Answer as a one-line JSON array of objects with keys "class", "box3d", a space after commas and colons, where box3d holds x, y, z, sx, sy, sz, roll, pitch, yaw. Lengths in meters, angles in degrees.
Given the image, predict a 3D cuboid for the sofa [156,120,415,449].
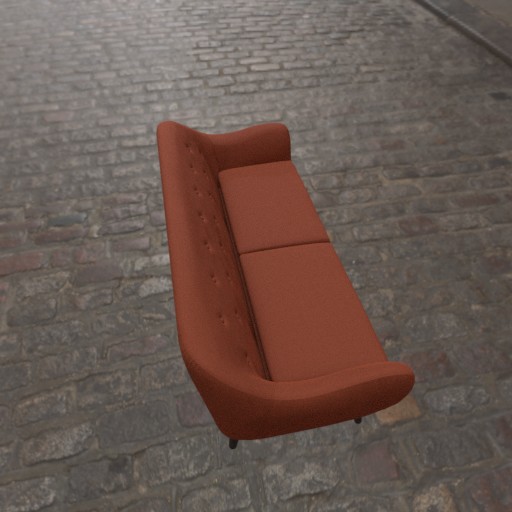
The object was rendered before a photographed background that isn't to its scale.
[{"class": "sofa", "box3d": [0.000, 0.000, 2.260, 0.820, 0.836, 1.840, -9, 46, -8]}]
